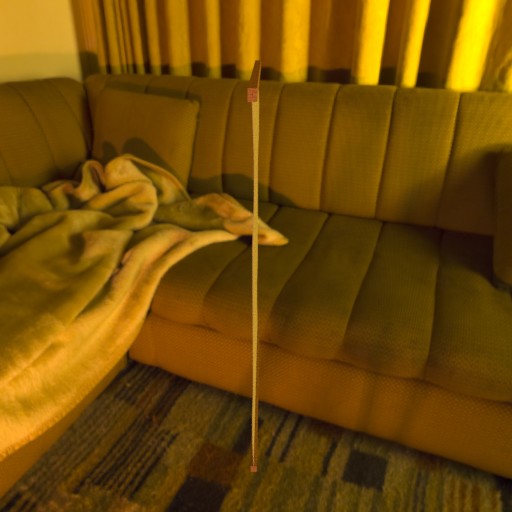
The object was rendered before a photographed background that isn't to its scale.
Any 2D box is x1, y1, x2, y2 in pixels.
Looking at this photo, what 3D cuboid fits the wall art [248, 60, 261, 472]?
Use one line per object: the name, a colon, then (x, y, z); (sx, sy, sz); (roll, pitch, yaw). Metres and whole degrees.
wall art: (0.000, 0.000, 1.962); (0.025, 1.521, 1.011); (1, 28, 1)
